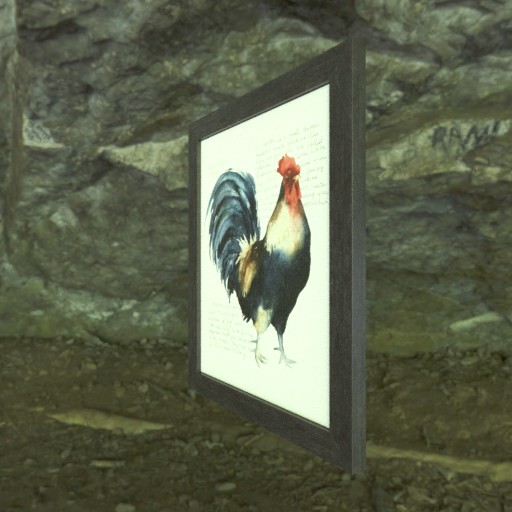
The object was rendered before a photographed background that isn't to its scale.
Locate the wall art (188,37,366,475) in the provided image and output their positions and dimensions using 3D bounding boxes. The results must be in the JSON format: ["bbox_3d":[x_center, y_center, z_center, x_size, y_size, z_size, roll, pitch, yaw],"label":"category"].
[{"bbox_3d":[0.000,0.000,0.790,0.027,0.580,0.479,0,0,-35],"label":"wall art"}]
